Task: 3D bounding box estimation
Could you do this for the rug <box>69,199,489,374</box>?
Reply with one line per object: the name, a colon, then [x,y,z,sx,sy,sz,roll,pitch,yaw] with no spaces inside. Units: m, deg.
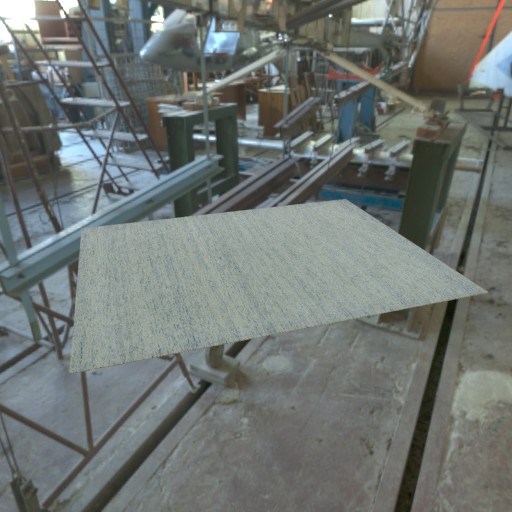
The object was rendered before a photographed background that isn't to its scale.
rug: [0.000,0.000,4.214,3.197,0.006,2.438,-8,27,-16]
